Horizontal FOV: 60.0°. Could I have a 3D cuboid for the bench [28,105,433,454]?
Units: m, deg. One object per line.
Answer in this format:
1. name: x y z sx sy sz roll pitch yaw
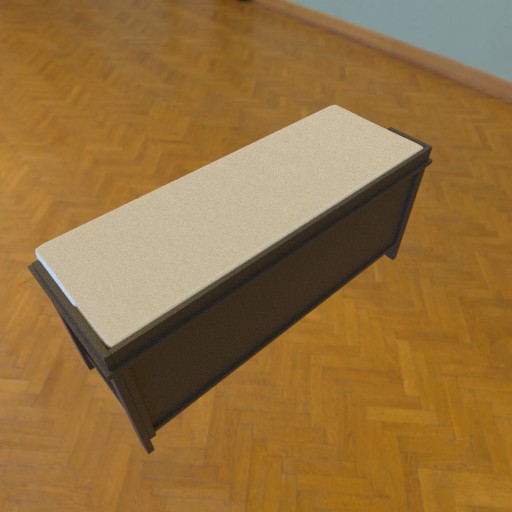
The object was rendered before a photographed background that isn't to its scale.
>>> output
1. bench: 0.000 0.000 1.387 1.140 0.501 0.398 -33 54 -27
